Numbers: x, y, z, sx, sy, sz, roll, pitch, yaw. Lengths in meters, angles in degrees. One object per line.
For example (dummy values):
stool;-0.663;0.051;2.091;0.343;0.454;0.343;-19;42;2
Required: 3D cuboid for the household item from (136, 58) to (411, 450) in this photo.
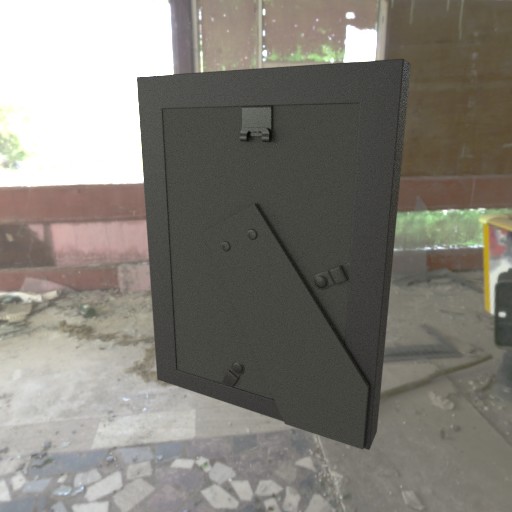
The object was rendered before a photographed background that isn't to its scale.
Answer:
household item;0.000;0.000;0.228;0.133;0.178;0.022;9;19;27
